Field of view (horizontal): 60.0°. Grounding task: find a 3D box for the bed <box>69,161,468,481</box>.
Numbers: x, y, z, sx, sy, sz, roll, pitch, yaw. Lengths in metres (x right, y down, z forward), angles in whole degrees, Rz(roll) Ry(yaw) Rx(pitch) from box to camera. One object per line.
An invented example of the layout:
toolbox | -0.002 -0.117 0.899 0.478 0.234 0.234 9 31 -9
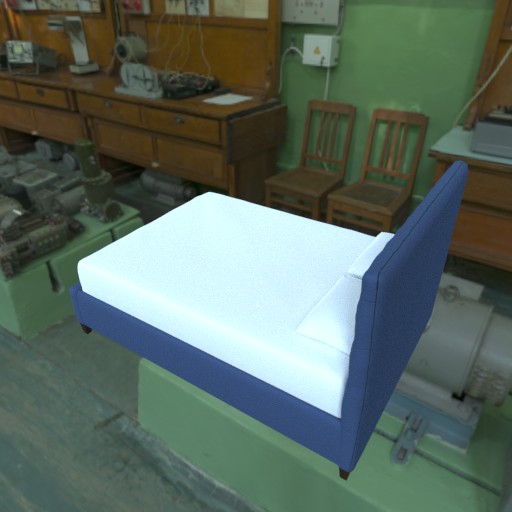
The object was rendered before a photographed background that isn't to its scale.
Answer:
bed | 0.000 0.000 3.320 2.387 1.427 1.706 19 36 28
